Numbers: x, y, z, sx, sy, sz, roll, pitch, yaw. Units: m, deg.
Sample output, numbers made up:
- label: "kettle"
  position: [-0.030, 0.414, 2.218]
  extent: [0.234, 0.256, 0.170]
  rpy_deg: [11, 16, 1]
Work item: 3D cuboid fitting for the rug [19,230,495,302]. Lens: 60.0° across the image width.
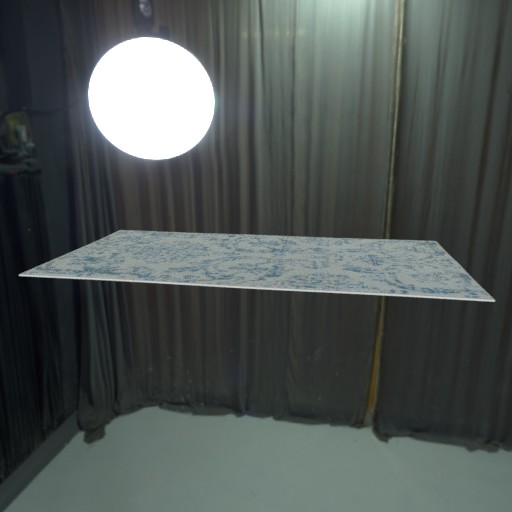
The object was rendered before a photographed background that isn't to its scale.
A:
- label: "rug"
  position: [0.000, 0.000, 1.404]
  extent: [1.220, 0.007, 0.605]
  rpy_deg: [2, 15, 9]
